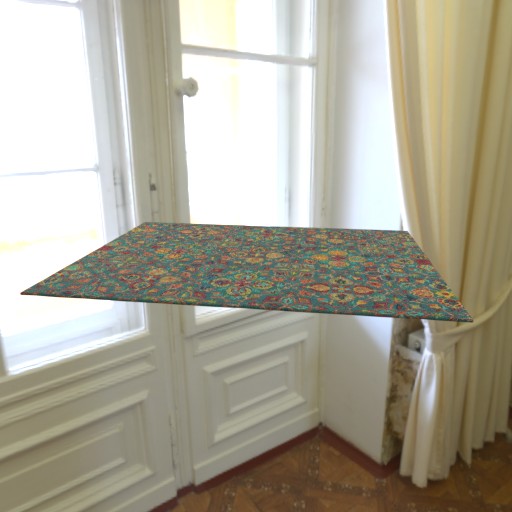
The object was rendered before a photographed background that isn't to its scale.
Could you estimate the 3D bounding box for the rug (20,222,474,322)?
[{"bbox_3d":[0.000,0.000,4.224,3.204,0.025,2.434,3,17,8],"label":"rug"}]
